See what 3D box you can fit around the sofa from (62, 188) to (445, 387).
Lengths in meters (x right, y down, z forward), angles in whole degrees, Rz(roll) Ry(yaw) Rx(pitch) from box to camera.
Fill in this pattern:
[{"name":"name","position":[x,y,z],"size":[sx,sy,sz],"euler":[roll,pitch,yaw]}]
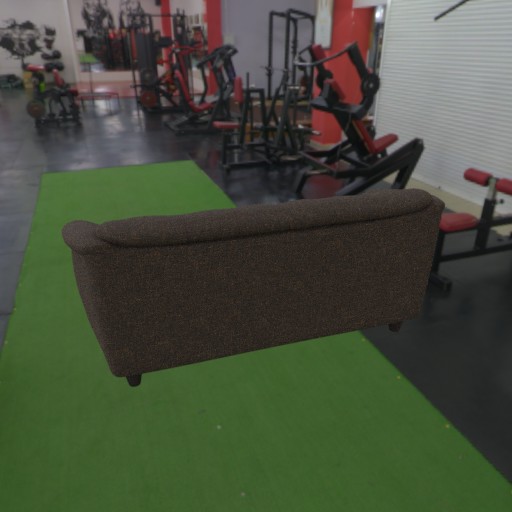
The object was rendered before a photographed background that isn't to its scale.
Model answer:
[{"name":"sofa","position":[0.000,0.000,2.314],"size":[1.849,0.790,0.887],"euler":[-8,27,-16]}]
